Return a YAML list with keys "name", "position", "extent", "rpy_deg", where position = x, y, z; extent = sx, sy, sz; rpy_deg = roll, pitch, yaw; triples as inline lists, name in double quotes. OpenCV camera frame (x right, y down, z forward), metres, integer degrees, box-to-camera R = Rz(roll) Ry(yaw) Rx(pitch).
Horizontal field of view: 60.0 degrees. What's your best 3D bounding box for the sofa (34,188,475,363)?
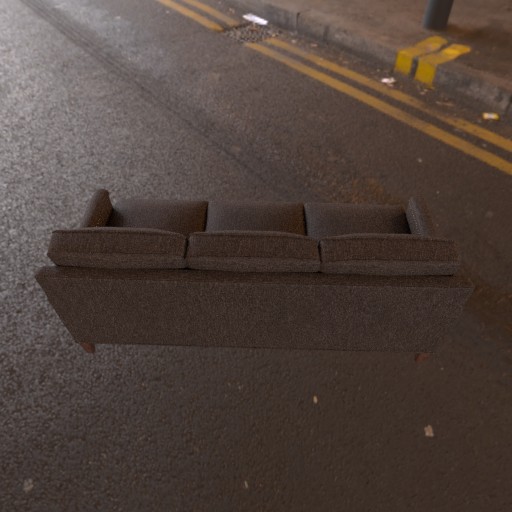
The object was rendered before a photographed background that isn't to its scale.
- name: "sofa"
  position: [0.000, 0.000, 2.778]
  extent: [2.246, 1.003, 1.084]
  rpy_deg: [1, 46, 1]
